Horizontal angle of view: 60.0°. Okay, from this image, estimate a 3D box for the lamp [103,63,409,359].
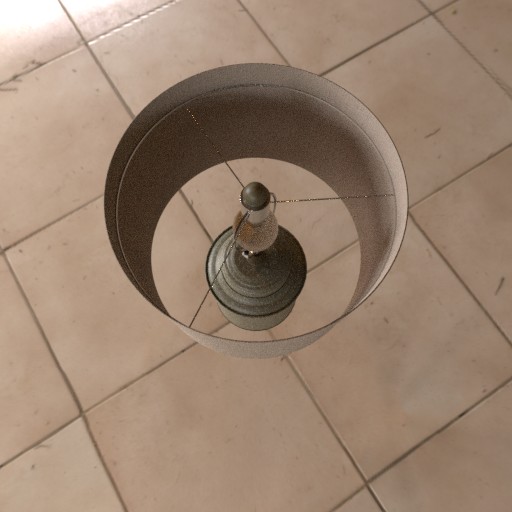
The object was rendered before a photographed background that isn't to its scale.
[{"bbox_3d":[0.000,0.000,0.693,0.318,0.486,0.318,0,73,0],"label":"lamp"}]
